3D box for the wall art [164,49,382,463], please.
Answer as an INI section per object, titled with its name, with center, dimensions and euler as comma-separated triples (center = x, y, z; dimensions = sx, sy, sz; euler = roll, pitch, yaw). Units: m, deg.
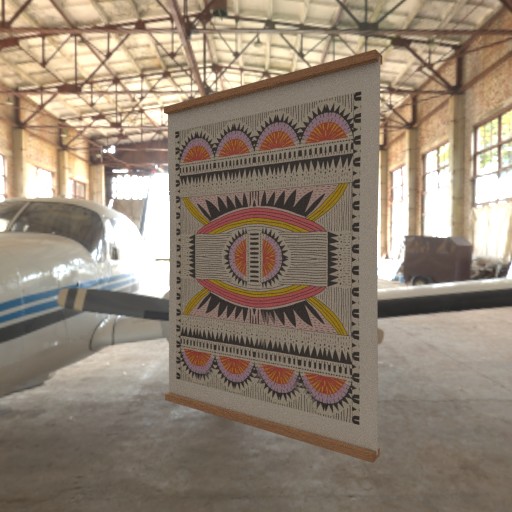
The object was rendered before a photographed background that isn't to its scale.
[wall art]
center = 0.000, 0.000, 0.798
dimensions = 0.456, 0.609, 0.028
euler = 1, 2, 36
